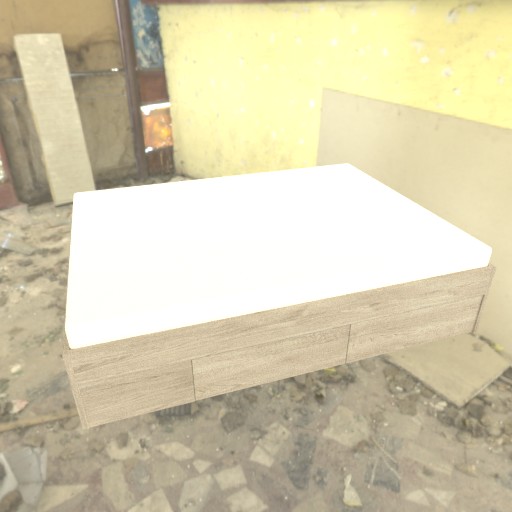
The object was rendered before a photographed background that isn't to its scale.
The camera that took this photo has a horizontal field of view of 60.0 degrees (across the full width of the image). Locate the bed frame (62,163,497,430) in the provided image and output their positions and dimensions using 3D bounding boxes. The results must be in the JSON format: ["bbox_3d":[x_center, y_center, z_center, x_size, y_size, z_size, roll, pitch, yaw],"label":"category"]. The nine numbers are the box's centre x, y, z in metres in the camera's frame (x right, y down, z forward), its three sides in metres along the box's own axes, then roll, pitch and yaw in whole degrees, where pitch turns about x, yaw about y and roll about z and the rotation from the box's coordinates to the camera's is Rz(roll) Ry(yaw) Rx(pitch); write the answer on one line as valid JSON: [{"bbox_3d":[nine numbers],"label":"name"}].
[{"bbox_3d":[0.000,0.000,2.523,1.944,0.490,1.448,-9,30,-16],"label":"bed frame"}]
